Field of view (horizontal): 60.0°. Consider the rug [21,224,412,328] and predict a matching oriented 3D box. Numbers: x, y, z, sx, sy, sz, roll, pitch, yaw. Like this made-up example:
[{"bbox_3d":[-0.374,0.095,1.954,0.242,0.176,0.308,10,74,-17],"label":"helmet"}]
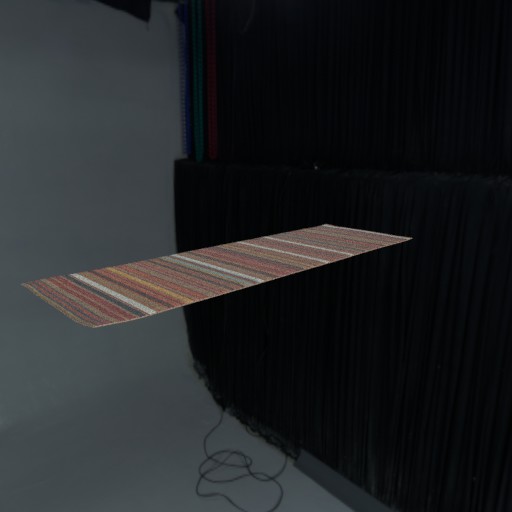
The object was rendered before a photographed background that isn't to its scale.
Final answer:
[{"bbox_3d":[0.000,0.000,2.713,2.444,0.030,0.799,-13,19,-43],"label":"rug"}]
